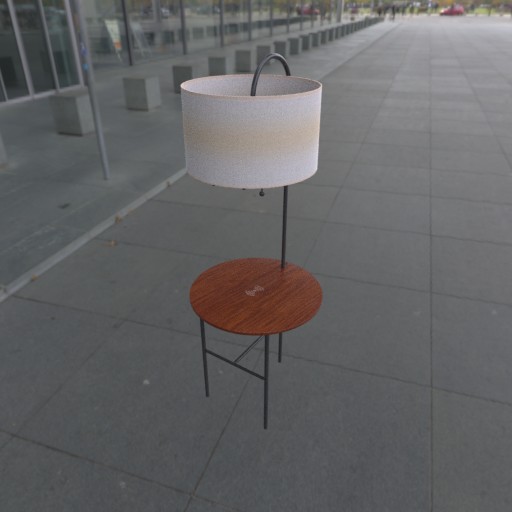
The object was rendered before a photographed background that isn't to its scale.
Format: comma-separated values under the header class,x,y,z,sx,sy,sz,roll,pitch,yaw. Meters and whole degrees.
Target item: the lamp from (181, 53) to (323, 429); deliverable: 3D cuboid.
class,x,y,z,sx,sy,sz,roll,pitch,yaw
lamp,0.000,0.000,1.836,0.573,1.517,0.573,0,30,0
